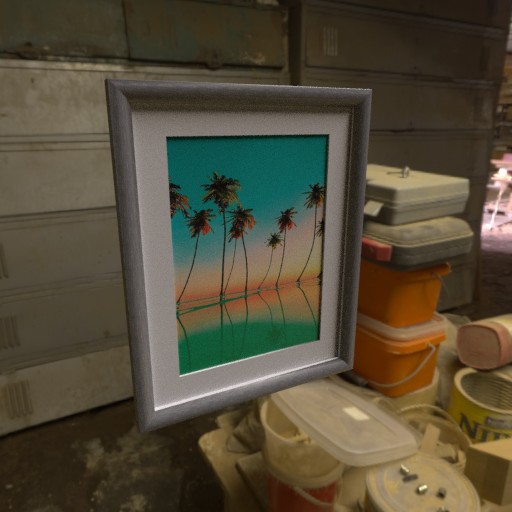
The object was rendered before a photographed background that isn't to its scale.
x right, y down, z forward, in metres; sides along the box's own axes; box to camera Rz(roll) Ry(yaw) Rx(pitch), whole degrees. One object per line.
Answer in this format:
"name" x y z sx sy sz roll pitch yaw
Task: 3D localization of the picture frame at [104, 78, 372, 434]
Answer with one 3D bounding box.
"picture frame" 0.000 0.000 0.776 0.454 0.559 0.029 -8 19 -26
